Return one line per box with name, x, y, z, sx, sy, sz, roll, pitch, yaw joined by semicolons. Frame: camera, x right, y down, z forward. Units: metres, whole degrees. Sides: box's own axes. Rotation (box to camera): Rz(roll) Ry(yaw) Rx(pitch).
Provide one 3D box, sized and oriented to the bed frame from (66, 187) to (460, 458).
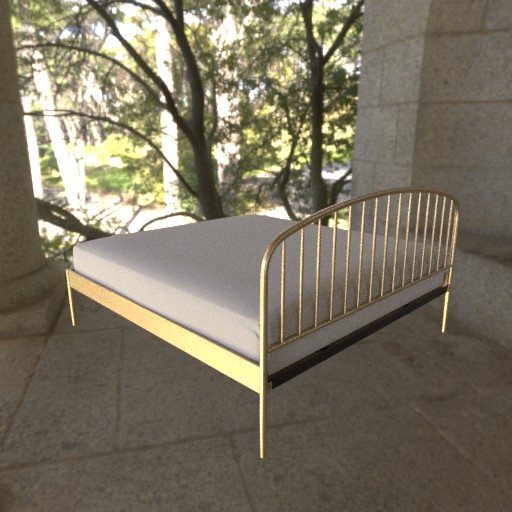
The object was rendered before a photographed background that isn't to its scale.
bed frame;0.000;0.000;3.330;2.016;1.174;2.152;-14;21;-43
